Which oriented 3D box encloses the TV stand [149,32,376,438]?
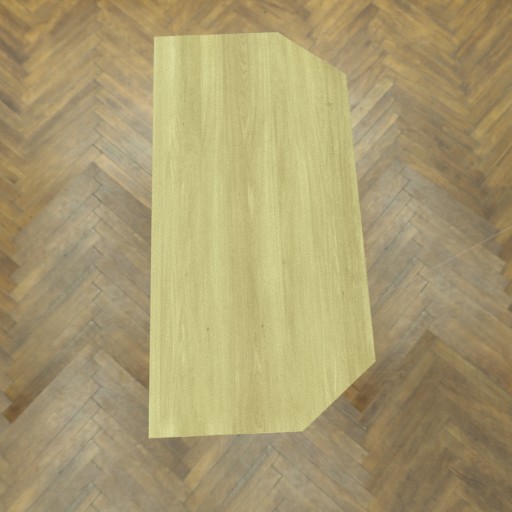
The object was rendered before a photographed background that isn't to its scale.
[{"bbox_3d":[0.000,0.000,1.284,0.425,0.781,0.851,-2,76,-1],"label":"TV stand"}]
